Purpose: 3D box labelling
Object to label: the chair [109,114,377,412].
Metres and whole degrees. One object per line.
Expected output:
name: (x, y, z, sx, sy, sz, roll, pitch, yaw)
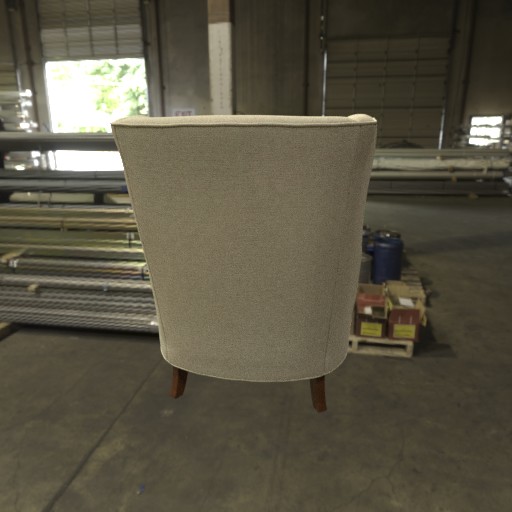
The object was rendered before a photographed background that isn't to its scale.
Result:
chair: (0.000, 0.000, 1.733, 0.838, 1.040, 0.966, 2, 16, 9)
